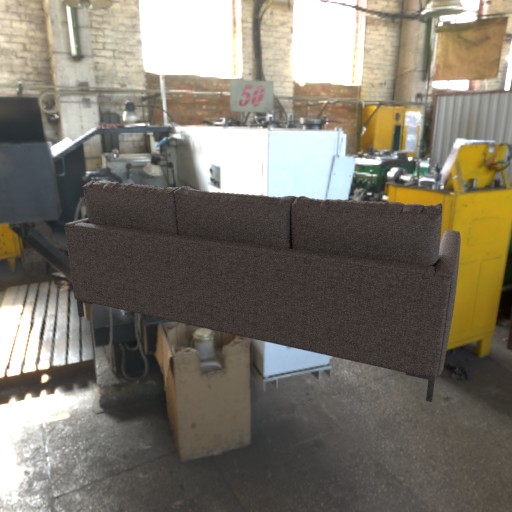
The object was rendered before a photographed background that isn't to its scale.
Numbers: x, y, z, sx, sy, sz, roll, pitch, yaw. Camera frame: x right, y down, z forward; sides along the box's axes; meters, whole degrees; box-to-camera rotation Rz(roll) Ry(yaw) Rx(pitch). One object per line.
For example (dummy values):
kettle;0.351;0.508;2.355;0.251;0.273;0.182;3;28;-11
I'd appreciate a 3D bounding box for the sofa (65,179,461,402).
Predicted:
sofa;0.000;0.000;2.709;2.253;0.882;0.876;8;18;24
